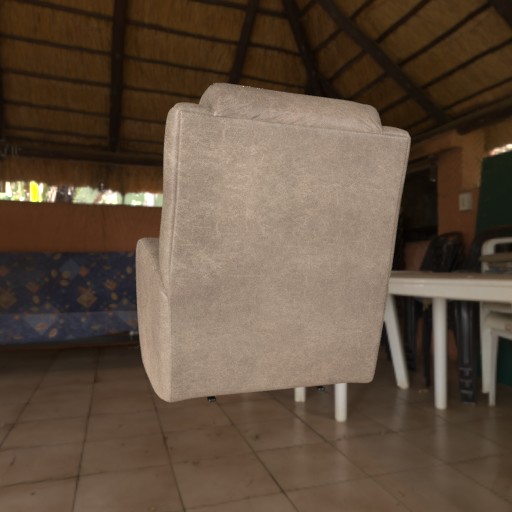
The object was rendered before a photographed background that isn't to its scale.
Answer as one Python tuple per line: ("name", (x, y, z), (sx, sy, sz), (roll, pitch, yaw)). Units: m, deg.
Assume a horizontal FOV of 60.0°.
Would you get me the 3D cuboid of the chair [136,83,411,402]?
("chair", (0.000, 0.000, 1.946), (0.967, 1.116, 1.068), (0, -1, -19))
